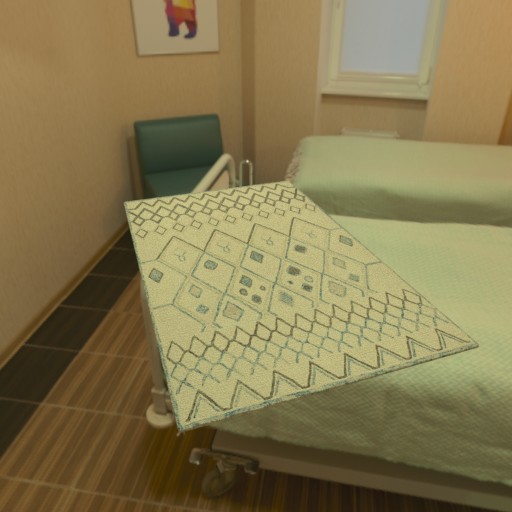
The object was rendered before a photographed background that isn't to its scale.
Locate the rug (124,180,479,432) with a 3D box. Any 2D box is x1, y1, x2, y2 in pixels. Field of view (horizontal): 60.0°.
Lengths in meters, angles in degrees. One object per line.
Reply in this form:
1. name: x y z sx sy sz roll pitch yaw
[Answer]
1. rug: 0.000 0.000 2.994 1.524 0.015 2.439 -10 32 -17
